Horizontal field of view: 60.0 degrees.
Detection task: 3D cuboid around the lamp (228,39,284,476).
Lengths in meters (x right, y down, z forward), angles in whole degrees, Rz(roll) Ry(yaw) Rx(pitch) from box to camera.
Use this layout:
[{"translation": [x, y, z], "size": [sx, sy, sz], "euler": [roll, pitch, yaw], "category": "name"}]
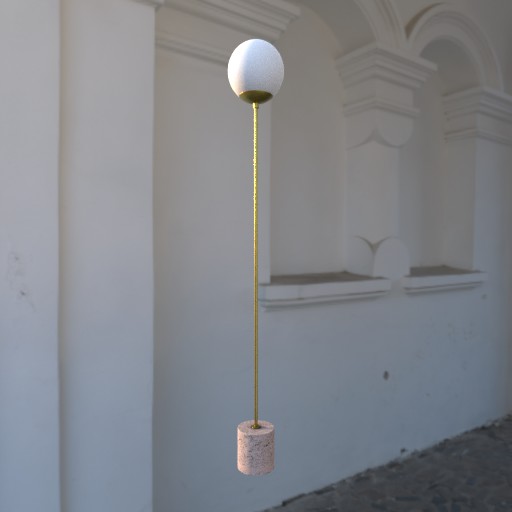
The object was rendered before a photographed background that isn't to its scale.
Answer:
[{"translation": [0.000, 0.000, 1.825], "size": [0.229, 1.748, 0.229], "euler": [0, 1, -19], "category": "lamp"}]
